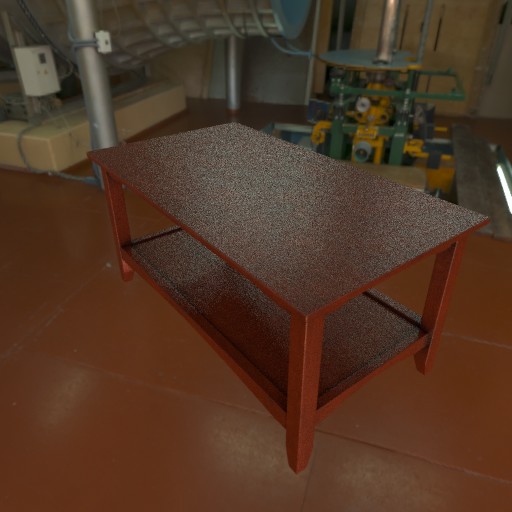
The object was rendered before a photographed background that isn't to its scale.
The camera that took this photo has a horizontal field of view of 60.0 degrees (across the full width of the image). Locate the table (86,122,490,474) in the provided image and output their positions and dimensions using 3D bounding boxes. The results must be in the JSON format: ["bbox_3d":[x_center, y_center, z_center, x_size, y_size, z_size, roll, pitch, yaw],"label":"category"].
[{"bbox_3d":[0.000,0.000,1.238,0.533,0.456,0.943,-22,38,-31],"label":"table"}]
